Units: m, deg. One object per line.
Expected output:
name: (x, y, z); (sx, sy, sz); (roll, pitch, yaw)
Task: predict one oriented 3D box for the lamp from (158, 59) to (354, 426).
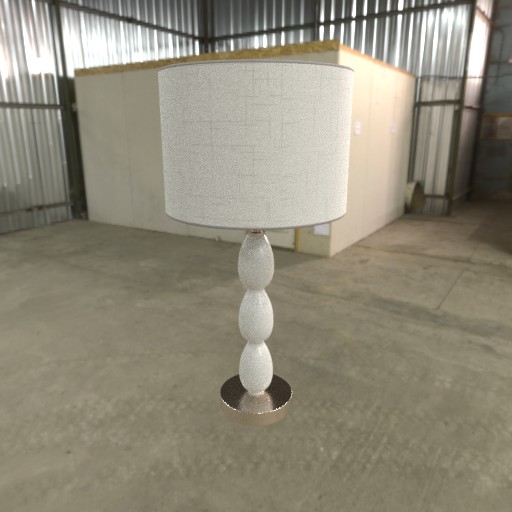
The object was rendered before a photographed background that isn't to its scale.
lamp: (0.000, 0.000, 0.726); (0.282, 0.559, 0.280); (-9, 19, -27)
